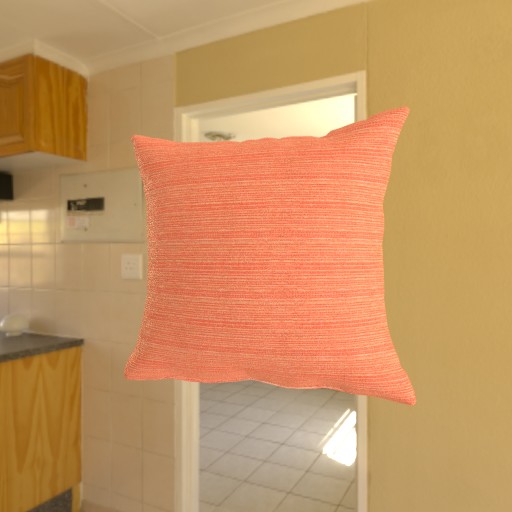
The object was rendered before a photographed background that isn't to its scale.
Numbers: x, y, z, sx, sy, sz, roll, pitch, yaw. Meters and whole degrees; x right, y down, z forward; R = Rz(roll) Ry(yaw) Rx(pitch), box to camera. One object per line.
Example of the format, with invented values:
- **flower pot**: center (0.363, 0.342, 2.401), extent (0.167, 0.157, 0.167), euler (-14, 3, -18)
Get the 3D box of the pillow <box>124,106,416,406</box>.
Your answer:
- **pillow**: center (0.000, 0.000, 0.822), extent (0.559, 0.501, 0.229), euler (0, 0, 17)
